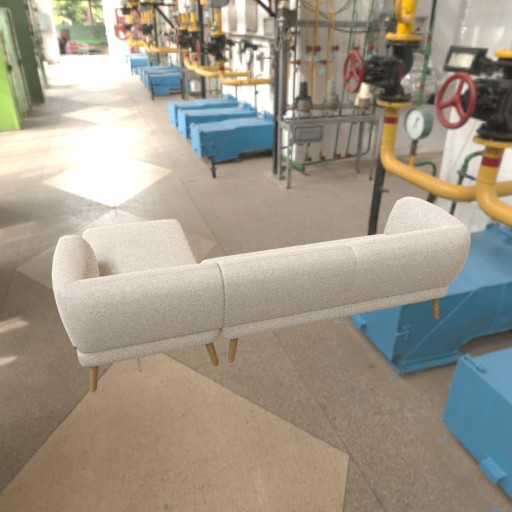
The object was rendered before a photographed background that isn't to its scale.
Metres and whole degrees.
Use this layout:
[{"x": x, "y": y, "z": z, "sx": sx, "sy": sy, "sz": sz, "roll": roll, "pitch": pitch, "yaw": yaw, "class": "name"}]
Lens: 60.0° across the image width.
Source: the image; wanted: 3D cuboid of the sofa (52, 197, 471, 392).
[{"x": 0.000, "y": 0.000, "z": 3.313, "sx": 2.660, "sy": 0.730, "sz": 1.610, "roll": -8, "pitch": 28, "yaw": -16, "class": "sofa"}]
